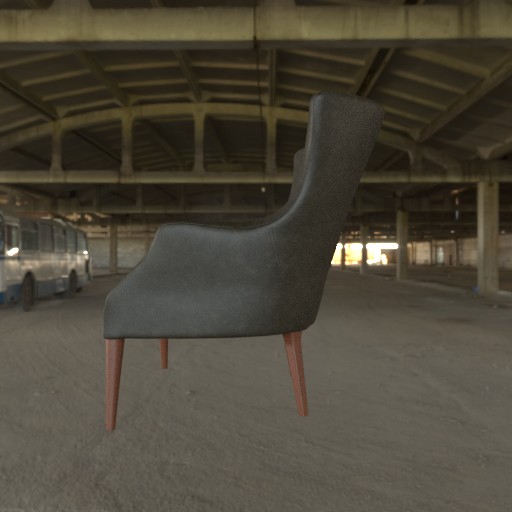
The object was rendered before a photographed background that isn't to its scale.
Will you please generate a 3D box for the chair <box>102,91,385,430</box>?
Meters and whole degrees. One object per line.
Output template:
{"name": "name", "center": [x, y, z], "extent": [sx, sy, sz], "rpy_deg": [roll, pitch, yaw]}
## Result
{"name": "chair", "center": [0.000, 0.000, 1.725], "extent": [0.954, 1.068, 0.819], "rpy_deg": [0, 0, 1]}
